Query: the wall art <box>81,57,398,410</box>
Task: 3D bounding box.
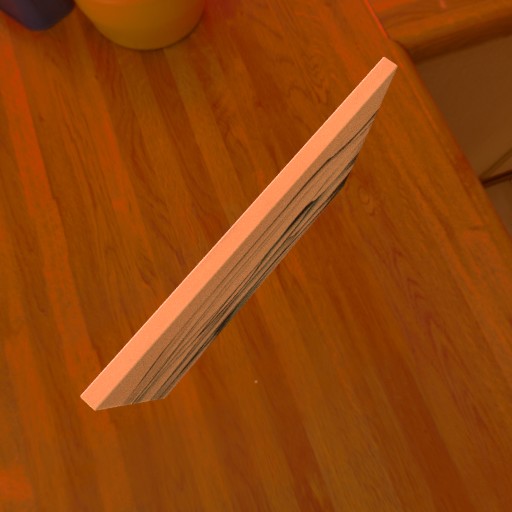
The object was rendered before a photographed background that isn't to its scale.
[{"bbox_3d":[0.000,0.000,1.154,0.039,0.609,0.914,39,78,10],"label":"wall art"}]
